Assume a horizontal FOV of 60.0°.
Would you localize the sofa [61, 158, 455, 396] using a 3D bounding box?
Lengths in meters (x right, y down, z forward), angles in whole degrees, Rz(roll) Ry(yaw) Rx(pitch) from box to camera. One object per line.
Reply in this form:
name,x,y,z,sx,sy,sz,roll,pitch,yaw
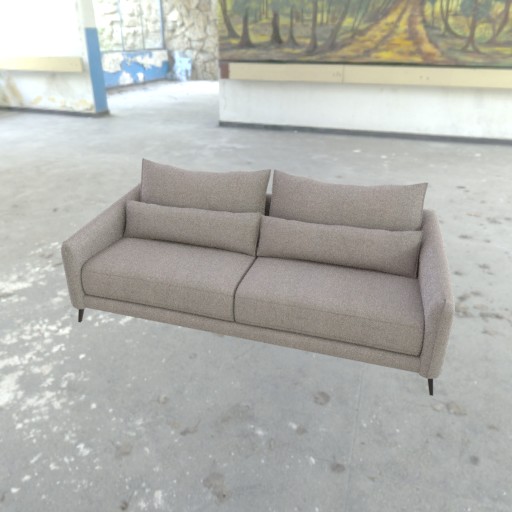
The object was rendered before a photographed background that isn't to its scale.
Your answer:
sofa,0.000,0.000,2.487,2.022,0.833,0.809,8,28,16
